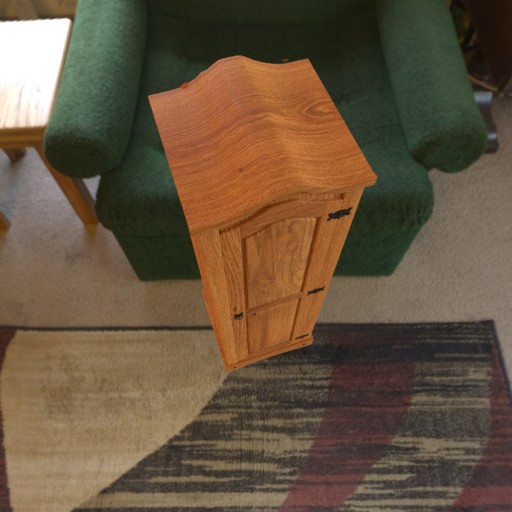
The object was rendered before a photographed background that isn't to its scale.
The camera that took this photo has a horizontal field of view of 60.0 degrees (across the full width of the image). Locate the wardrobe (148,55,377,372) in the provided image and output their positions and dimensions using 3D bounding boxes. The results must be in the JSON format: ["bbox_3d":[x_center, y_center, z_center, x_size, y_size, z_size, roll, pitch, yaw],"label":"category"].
[{"bbox_3d":[0.000,0.000,2.192,0.590,1.870,0.570,-17,64,-8],"label":"wardrobe"}]
